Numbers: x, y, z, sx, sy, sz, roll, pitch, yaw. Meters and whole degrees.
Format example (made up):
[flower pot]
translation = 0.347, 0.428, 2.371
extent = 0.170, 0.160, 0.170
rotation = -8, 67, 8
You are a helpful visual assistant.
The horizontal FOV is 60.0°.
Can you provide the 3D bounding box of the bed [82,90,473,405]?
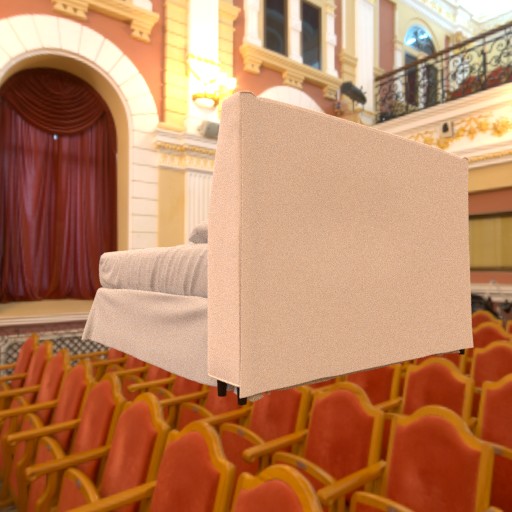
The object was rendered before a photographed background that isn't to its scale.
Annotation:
[bed]
translation = 0.000, 0.000, 3.277
extent = 1.925, 1.332, 2.276
rotation = 1, -2, -37
